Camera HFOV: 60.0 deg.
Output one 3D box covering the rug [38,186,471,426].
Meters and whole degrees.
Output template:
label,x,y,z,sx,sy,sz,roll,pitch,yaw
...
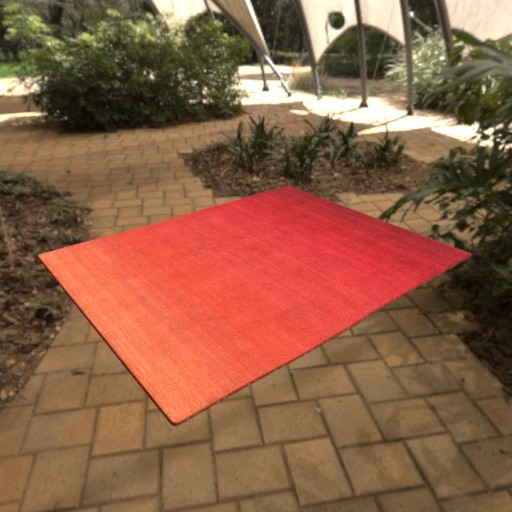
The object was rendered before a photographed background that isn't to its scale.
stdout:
label,x,y,z,sx,sy,sz,roll,pitch,yaw
rug,0.000,0.000,3.774,2.905,0.028,2.340,-21,34,-34
